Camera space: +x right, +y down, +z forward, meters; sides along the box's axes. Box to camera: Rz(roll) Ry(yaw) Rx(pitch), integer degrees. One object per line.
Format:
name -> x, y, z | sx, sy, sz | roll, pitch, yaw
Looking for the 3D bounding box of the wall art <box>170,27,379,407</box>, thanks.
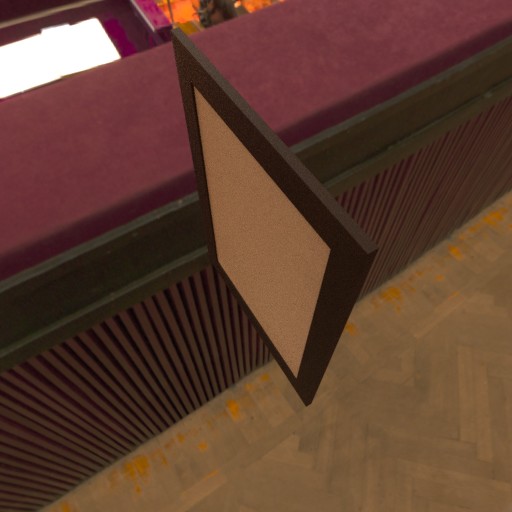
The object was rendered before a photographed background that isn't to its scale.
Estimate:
wall art -> 0.000, 0.000, 0.648 | 0.013, 0.508, 0.359 | -28, 62, -16
